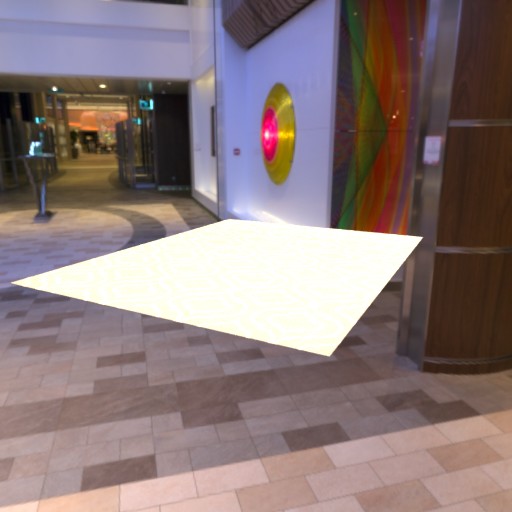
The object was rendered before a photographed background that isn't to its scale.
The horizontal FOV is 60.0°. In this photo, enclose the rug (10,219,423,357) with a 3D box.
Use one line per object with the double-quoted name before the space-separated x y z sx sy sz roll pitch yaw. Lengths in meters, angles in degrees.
"rug" 0.000 0.000 3.758 2.283 0.006 2.892 8 16 27
